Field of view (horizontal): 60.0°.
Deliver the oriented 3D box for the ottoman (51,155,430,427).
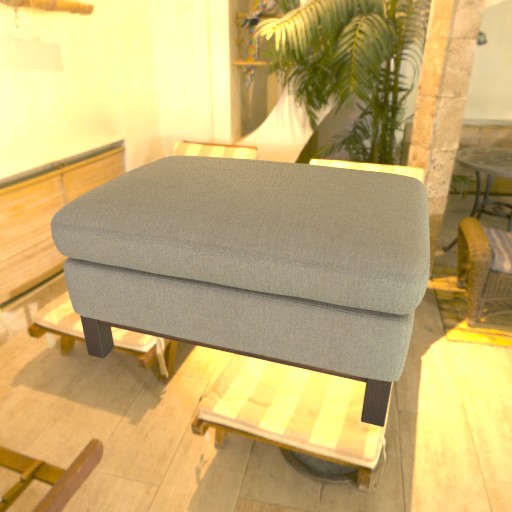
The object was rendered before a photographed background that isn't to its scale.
[{"bbox_3d":[0.000,0.000,1.045,0.735,0.404,0.528,9,28,17],"label":"ottoman"}]
